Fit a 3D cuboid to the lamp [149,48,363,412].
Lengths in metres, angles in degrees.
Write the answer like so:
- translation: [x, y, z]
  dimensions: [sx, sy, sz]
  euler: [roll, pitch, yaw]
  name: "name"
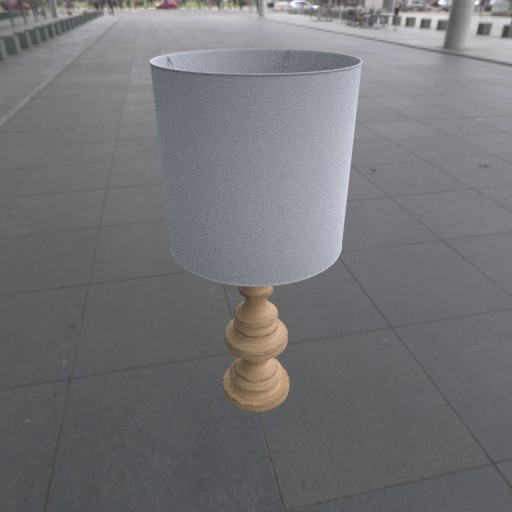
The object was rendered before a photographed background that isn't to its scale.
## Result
- translation: [0.000, 0.000, 0.557]
  dimensions: [0.208, 0.455, 0.208]
  euler: [1, 30, 2]
  name: "lamp"
